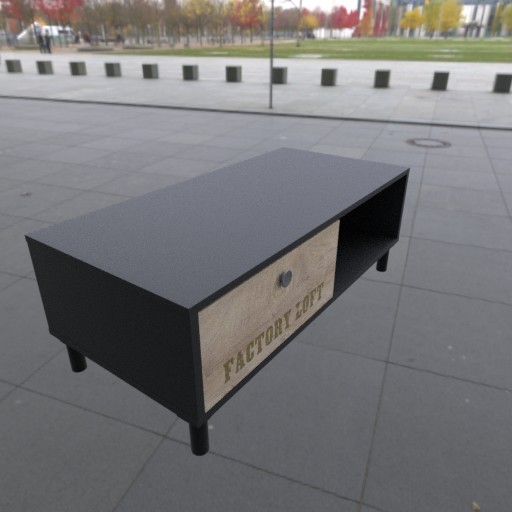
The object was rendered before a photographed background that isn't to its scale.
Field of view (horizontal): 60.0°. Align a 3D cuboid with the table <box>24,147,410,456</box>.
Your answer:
[{"bbox_3d":[0.000,0.000,1.374,0.550,0.400,1.100,18,32,32],"label":"table"}]
